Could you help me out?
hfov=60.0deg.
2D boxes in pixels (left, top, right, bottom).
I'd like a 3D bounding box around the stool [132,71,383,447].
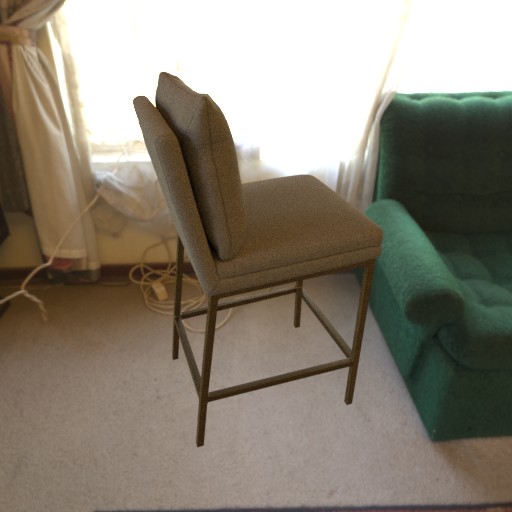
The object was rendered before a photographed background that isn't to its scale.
[{"bbox_3d":[0.000,0.000,1.344,0.569,1.030,0.463,-11,33,-17],"label":"stool"}]
